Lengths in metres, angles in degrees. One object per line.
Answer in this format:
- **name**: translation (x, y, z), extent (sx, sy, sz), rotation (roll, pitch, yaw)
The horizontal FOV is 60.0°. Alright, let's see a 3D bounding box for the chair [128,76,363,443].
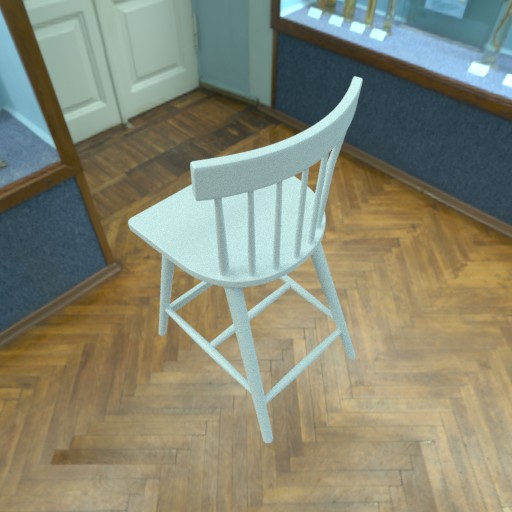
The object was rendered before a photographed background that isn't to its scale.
- **chair**: translation (0.000, 0.000, 1.260), extent (0.483, 0.952, 0.572), rotation (-35, 57, -28)
